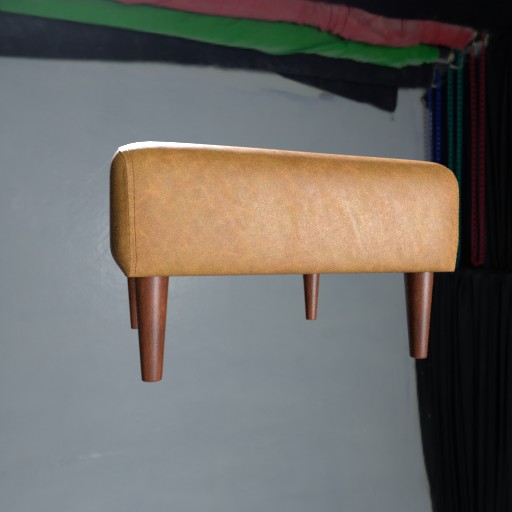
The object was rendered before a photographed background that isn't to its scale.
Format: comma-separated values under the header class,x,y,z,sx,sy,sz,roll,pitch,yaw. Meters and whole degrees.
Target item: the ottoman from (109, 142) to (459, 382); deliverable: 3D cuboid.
class,x,y,z,sx,sy,sz,roll,pitch,yaw
ottoman,0.000,0.000,1.044,0.650,0.399,0.650,0,1,-18
